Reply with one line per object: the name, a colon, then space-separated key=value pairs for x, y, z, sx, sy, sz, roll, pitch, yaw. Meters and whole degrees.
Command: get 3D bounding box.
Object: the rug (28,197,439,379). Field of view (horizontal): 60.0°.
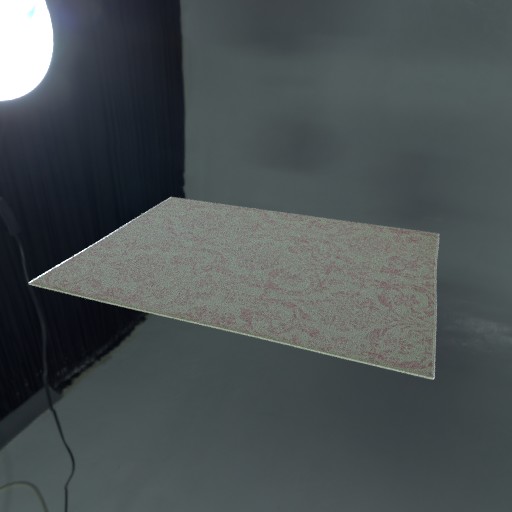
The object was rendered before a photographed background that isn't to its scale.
rug: x=0.000 y=0.000 z=2.864 sx=2.202 sy=0.014 sz=1.598 roll=10 pitch=28 yaw=19
